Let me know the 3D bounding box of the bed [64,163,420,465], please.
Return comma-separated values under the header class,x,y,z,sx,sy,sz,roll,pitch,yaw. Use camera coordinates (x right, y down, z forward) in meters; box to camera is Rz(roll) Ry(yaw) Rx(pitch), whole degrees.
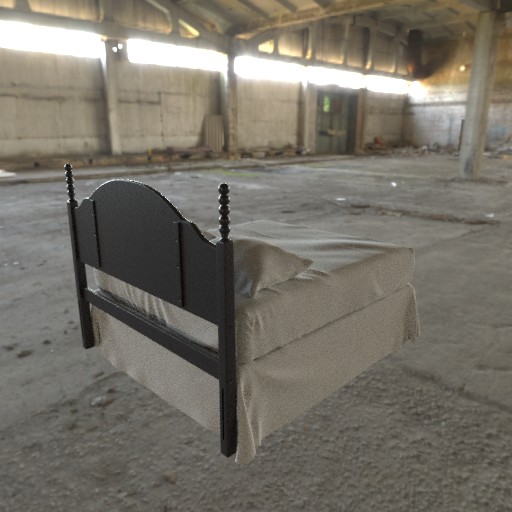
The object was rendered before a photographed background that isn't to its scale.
class,x,y,z,sx,sy,sz,roll,pitch,yaw
bed,0.000,0.000,3.271,2.040,1.356,1.873,-15,22,-43
